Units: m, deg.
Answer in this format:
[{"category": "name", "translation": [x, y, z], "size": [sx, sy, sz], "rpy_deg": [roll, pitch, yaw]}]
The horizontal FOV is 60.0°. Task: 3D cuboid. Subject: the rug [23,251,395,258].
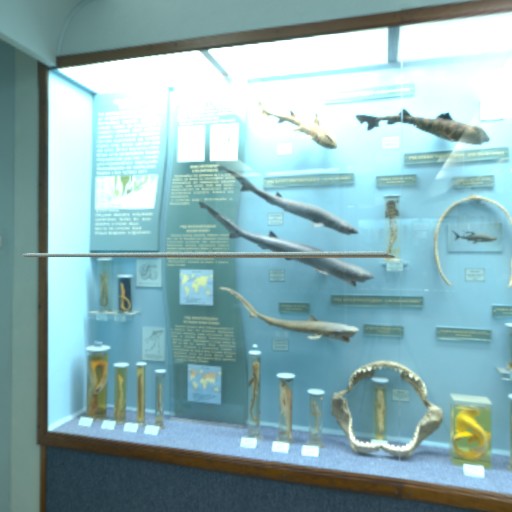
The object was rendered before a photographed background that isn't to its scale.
[{"category": "rug", "translation": [0.000, 0.000, 4.150], "size": [2.462, 0.030, 3.066], "rpy_deg": [0, 0, 18]}]
